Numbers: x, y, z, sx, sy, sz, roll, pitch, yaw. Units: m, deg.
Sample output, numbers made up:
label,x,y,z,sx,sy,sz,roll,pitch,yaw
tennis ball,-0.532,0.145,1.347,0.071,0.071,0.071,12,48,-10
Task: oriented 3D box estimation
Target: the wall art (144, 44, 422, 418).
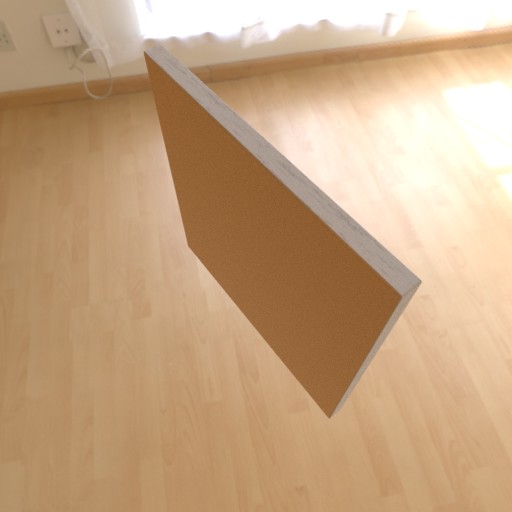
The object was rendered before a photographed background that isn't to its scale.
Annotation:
label,x,y,z,sx,sy,sz,roll,pitch,yaw
wall art,0.000,0.000,1.919,0.078,1.288,1.287,-33,63,-19
